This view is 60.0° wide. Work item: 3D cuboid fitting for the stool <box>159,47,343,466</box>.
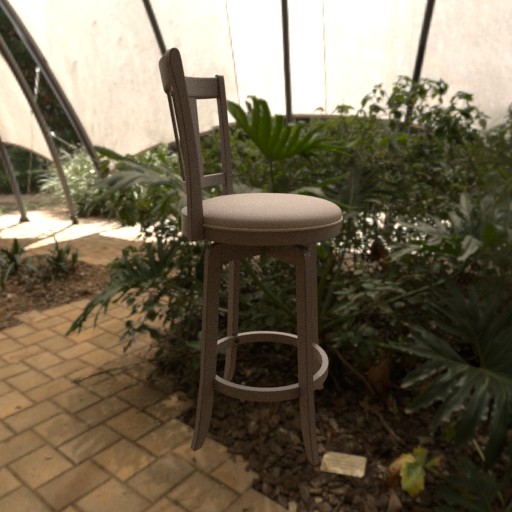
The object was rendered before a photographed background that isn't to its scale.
[{"bbox_3d":[0.000,0.000,1.260,0.475,1.023,0.436,3,15,10],"label":"stool"}]
